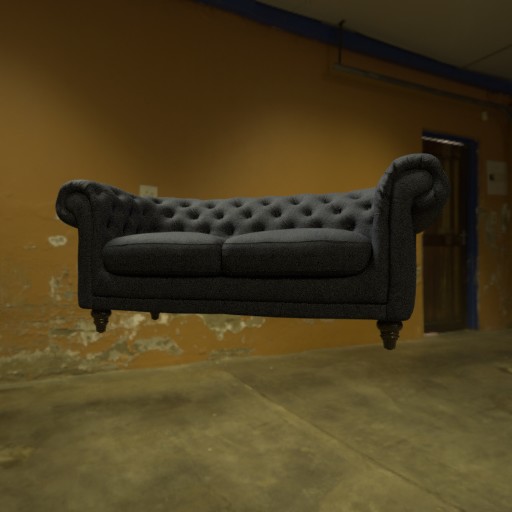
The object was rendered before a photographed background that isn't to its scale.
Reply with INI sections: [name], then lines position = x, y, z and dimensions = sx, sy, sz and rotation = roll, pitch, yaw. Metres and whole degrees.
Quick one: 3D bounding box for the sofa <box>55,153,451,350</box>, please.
[sofa]
position = 0.000, 0.000, 2.544
dimensions = 1.988, 0.833, 1.082
rotation = 0, -1, 19
